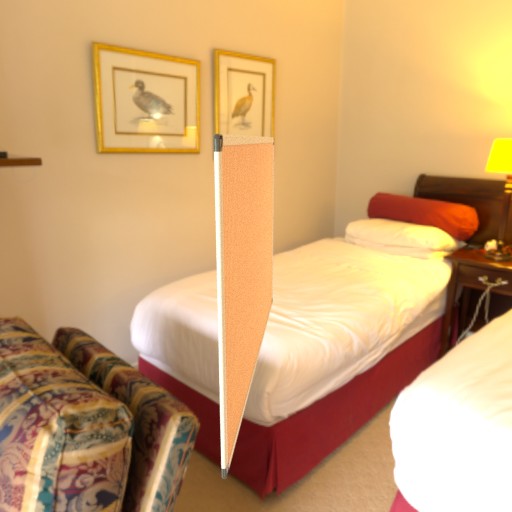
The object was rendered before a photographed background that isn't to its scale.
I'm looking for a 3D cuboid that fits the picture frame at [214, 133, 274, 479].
[{"bbox_3d":[0.000,0.000,1.150,0.010,0.600,0.900,2,15,7],"label":"picture frame"}]
